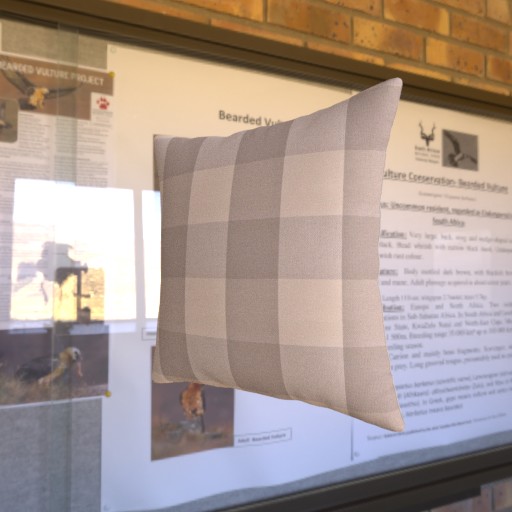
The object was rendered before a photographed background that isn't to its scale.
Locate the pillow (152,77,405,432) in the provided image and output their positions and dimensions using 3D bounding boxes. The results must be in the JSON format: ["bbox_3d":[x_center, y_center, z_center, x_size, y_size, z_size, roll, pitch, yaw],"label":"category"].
[{"bbox_3d":[0.000,0.000,0.776,0.511,0.509,0.161,-1,-2,34],"label":"pillow"}]
